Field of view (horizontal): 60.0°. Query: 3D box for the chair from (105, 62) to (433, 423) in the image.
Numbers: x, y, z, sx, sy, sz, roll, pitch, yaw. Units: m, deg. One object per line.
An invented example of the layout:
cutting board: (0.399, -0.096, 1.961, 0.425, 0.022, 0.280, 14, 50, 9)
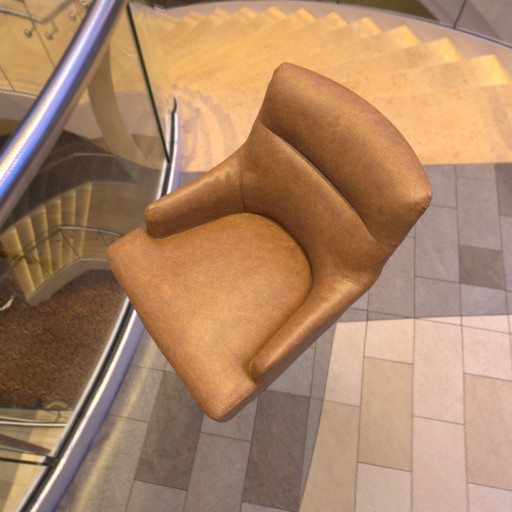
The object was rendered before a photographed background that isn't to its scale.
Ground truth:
chair: (0.000, 0.000, 1.529, 0.874, 0.869, 0.729, -33, 67, -16)
